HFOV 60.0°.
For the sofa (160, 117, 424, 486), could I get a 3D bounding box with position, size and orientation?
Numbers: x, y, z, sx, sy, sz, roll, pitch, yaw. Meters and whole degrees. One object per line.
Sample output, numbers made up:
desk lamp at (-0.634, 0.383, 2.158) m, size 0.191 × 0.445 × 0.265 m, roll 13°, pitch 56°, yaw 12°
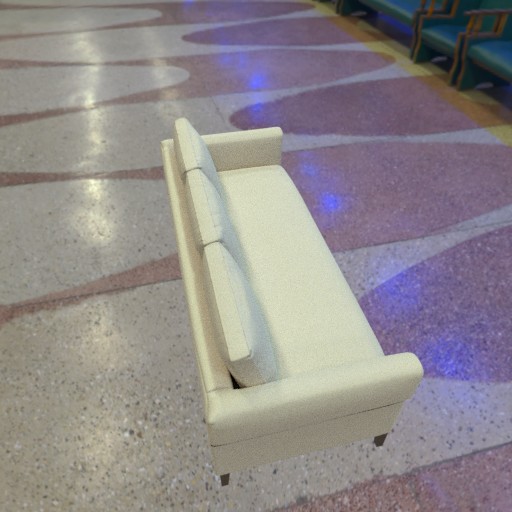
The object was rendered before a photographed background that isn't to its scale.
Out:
sofa at (0.000, 0.000, 2.637) m, size 0.902 × 0.911 × 2.198 m, roll -9°, pitch 44°, yaw -10°
